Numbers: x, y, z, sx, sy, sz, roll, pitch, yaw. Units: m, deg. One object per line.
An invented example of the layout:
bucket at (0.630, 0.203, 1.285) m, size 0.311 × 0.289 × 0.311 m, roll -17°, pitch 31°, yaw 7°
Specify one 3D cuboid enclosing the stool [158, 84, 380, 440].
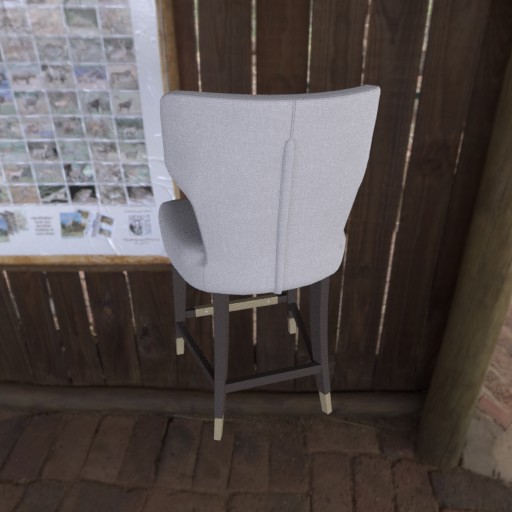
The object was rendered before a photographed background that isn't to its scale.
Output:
stool at (0.000, 0.000, 1.340) m, size 0.527 × 0.982 × 0.563 m, roll -8°, pitch 27°, yaw -15°
